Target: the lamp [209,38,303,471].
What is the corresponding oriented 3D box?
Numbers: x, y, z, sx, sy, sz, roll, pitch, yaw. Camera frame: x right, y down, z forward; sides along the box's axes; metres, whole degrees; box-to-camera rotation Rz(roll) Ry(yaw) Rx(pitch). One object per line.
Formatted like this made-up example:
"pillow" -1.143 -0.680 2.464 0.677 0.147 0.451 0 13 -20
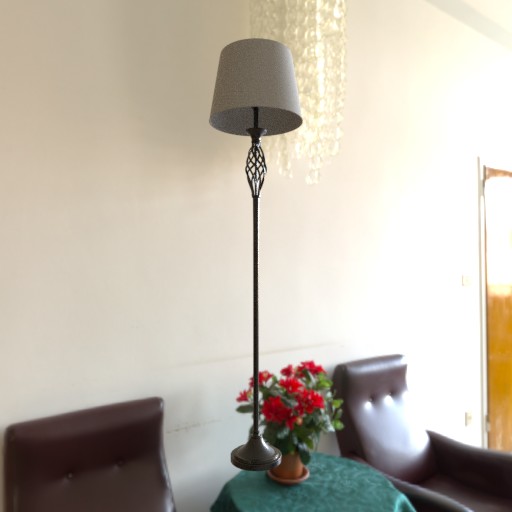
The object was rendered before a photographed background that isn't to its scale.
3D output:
"lamp" 0.000 0.000 1.784 0.379 1.623 0.379 0 -1 0
